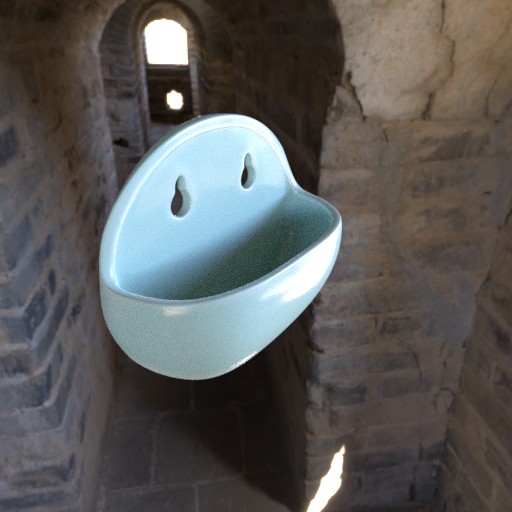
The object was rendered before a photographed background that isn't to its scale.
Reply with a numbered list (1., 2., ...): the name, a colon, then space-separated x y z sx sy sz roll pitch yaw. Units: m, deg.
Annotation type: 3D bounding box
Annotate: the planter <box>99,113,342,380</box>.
1. planter: 0.000 0.000 0.277 0.073 0.164 0.189 18 32 31
